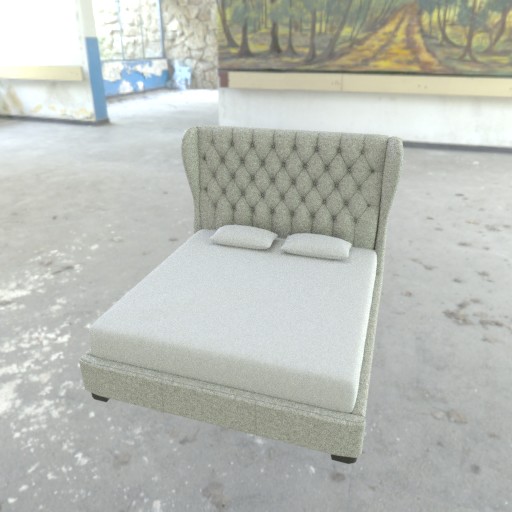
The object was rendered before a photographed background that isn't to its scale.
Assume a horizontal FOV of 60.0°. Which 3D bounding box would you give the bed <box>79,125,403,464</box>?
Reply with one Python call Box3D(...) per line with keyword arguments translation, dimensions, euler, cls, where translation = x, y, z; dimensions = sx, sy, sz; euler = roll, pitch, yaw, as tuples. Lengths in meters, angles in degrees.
Box3D(translation=(0.000, 0.000, 3.840), dimensions=(2.219, 1.771, 2.347), euler=(8, 27, 16), cls="bed")
